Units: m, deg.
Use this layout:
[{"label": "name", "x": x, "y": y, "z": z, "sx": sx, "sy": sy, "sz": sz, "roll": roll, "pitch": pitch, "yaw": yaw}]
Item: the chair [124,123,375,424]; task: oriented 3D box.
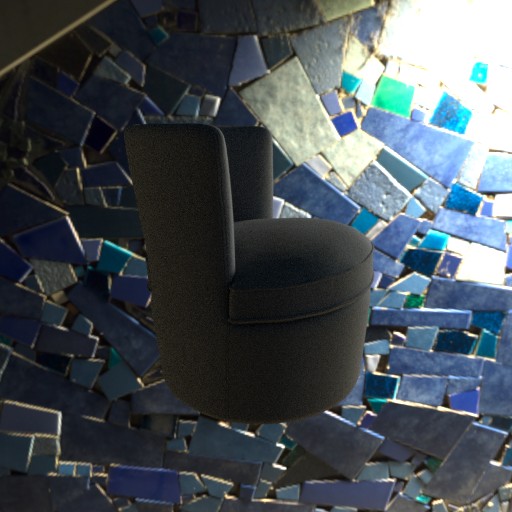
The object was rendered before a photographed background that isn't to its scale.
[{"label": "chair", "x": 0.000, "y": 0.000, "z": 1.265, "sx": 0.660, "sy": 0.719, "sz": 0.689, "roll": 3, "pitch": 16, "yaw": 10}]
